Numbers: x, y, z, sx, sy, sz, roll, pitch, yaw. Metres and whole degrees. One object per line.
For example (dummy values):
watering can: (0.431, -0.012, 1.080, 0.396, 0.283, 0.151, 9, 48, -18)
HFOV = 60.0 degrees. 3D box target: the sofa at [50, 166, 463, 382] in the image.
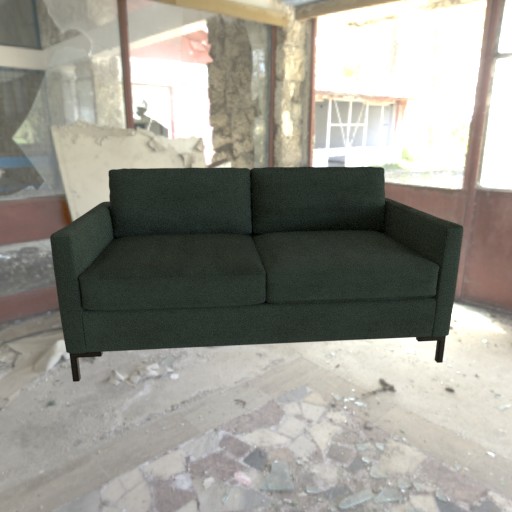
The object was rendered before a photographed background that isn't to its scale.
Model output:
sofa: (0.000, 0.000, 2.190, 1.676, 0.817, 0.875, -2, 16, -5)
